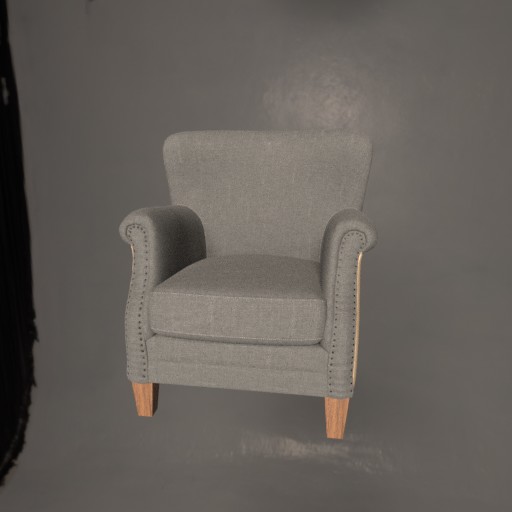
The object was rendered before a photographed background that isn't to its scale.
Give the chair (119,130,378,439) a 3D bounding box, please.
[{"bbox_3d":[0.000,0.000,1.681,0.861,0.936,0.921,2,14,8],"label":"chair"}]
